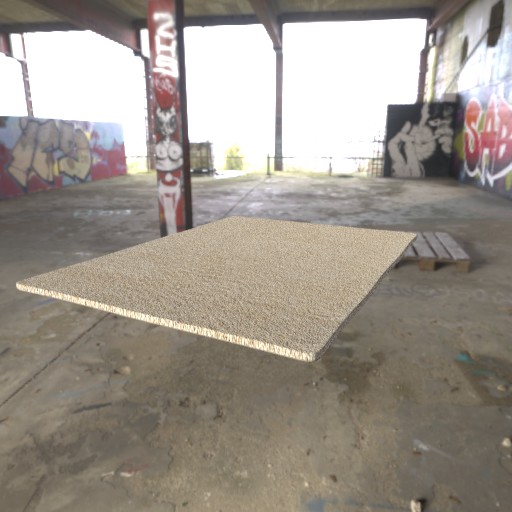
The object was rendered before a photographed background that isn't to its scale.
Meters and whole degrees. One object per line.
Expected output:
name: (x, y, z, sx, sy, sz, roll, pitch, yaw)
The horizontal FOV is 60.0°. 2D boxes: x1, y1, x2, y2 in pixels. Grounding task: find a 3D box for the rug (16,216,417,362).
rug: (0.000, 0.000, 2.065, 1.200, 0.027, 1.600, 8, 17, 27)
